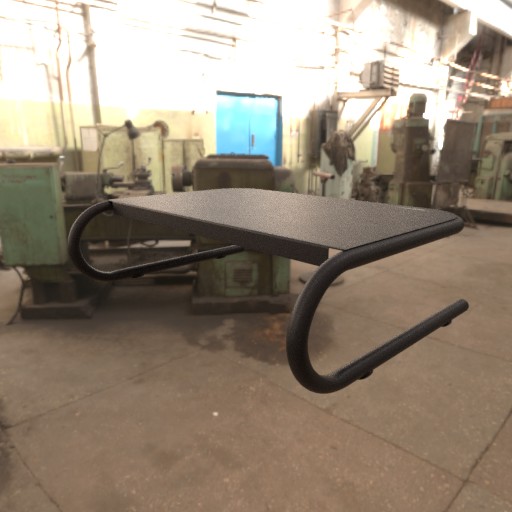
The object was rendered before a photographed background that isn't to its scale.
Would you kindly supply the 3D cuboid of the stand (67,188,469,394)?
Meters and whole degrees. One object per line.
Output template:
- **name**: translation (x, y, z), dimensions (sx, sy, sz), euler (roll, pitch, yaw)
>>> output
- **stand**: translation (0.000, 0.000, 0.497), dimensions (0.280, 0.108, 0.370), euler (-14, 20, -42)
